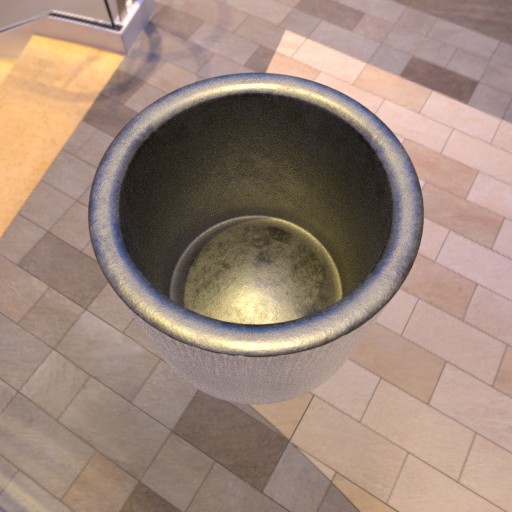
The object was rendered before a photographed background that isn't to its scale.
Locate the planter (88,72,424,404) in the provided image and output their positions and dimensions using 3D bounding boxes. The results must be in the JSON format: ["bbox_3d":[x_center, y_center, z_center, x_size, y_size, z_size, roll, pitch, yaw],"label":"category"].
[{"bbox_3d":[0.000,0.000,0.213,0.125,0.112,0.125,0,64,0],"label":"planter"}]
